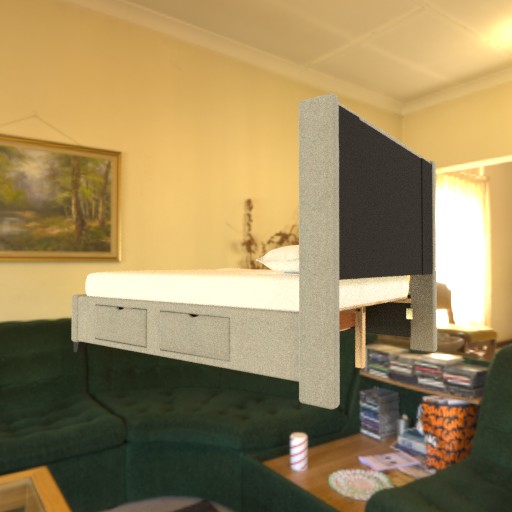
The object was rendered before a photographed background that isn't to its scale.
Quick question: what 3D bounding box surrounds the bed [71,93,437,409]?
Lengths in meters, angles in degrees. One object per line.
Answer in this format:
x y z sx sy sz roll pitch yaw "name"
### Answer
0.000 0.000 3.431 2.222 1.491 1.774 -1 -1 37 "bed"
